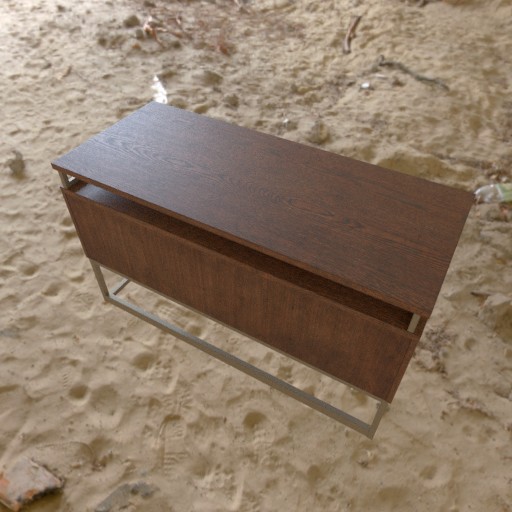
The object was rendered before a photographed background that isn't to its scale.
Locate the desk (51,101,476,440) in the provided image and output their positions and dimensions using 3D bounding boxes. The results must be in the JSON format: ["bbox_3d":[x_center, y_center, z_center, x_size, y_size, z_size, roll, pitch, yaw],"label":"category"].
[{"bbox_3d":[0.000,0.000,1.840,1.384,0.792,0.610,22,49,21],"label":"desk"}]
